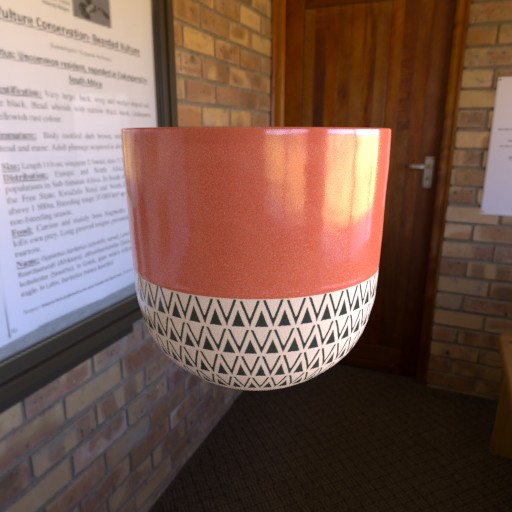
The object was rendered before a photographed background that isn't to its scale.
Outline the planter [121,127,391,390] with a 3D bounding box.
[{"bbox_3d":[0.000,0.000,0.489,0.266,0.270,0.266,0,15,0],"label":"planter"}]
